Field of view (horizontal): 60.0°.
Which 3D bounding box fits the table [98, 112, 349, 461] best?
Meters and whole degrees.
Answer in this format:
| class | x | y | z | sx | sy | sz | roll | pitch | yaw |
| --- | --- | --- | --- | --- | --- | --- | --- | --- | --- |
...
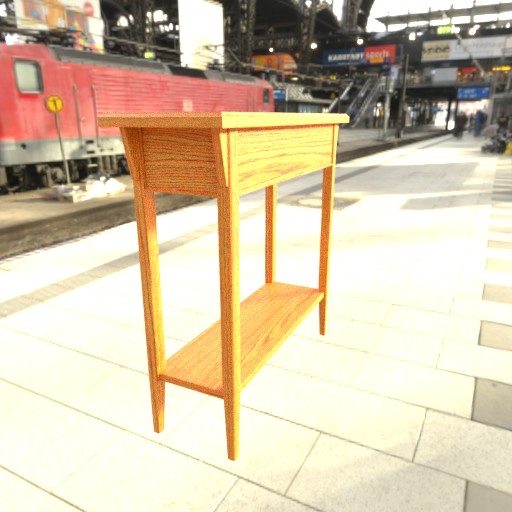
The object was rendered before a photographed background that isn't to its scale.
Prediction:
| class | x | y | z | sx | sy | sz | roll | pitch | yaw |
| --- | --- | --- | --- | --- | --- | --- | --- | --- | --- |
| table | 0.000 | 0.000 | 1.162 | 0.254 | 0.711 | 0.762 | 8 | 19 | 25 |
